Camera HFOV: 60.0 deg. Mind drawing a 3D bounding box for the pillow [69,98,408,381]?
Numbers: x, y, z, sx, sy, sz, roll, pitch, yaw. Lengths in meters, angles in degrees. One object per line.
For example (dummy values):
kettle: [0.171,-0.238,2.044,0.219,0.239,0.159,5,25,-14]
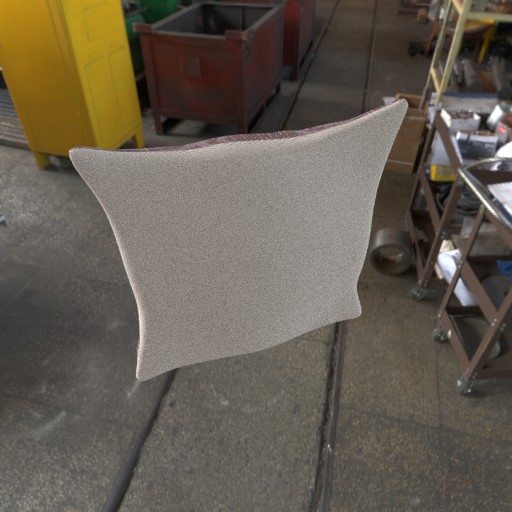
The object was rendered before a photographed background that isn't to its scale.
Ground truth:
pillow: [0.000,0.000,0.802,0.514,0.513,0.163,-14,42,-15]
